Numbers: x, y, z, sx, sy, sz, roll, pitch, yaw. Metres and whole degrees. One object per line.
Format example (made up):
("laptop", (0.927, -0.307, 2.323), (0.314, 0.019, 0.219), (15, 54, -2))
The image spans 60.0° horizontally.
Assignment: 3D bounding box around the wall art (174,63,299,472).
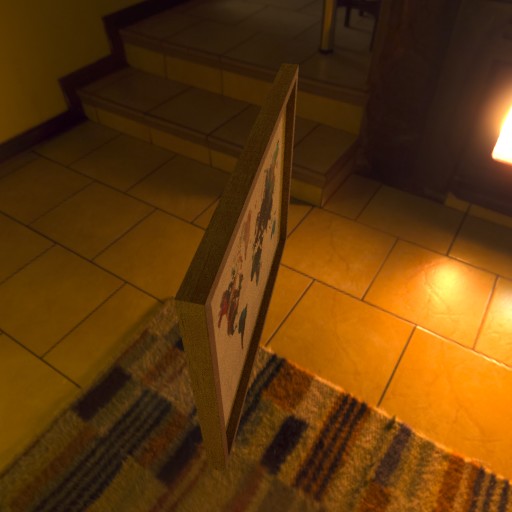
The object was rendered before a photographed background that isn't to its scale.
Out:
("wall art", (0.000, 0.000, 1.778), (0.070, 1.009, 1.320), (9, 46, 9))
